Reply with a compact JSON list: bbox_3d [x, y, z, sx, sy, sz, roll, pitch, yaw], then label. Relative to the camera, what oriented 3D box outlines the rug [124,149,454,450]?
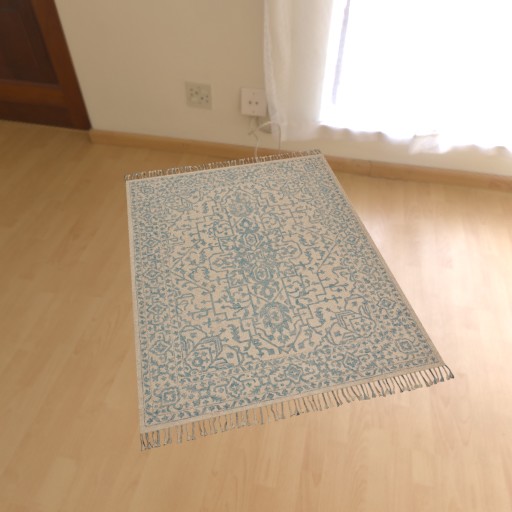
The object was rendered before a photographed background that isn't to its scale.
[{"bbox_3d":[0.000,0.000,4.404,2.464,0.010,3.327,-10,48,-9],"label":"rug"}]
